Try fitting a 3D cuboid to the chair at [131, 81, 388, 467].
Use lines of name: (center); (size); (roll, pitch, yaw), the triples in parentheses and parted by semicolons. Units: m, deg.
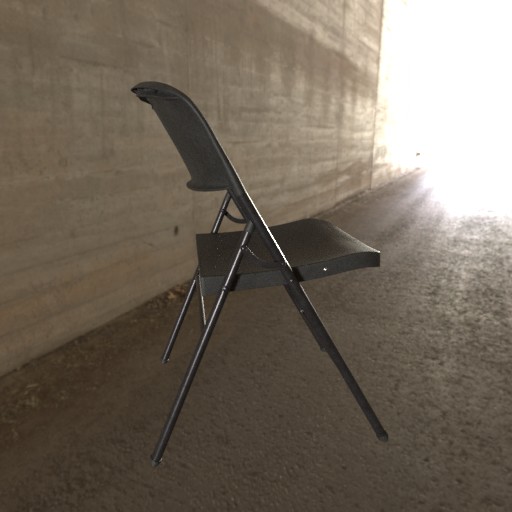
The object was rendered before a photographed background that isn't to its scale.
chair: (0.000, 0.000, 1.139); (0.566, 0.810, 0.494); (-2, 15, -9)
